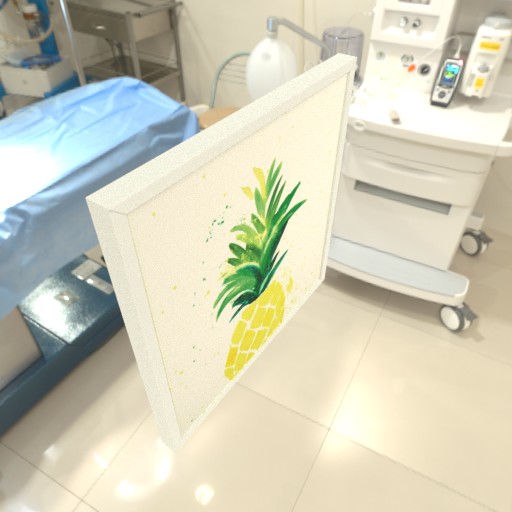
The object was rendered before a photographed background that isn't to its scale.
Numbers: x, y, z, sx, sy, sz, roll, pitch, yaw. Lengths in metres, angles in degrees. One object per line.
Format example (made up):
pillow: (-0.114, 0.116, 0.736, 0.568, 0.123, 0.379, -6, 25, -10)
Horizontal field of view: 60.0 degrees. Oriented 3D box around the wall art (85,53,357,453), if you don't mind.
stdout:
wall art: (0.000, 0.000, 0.446, 0.020, 0.307, 0.307, 26, 48, 26)
